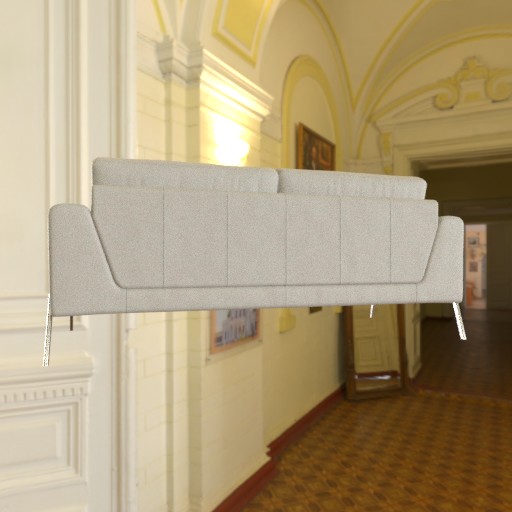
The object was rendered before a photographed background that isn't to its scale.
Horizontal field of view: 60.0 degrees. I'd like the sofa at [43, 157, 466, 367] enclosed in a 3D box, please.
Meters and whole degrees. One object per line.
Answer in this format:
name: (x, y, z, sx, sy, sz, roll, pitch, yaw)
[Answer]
sofa: (0.000, 0.000, 2.472, 2.017, 0.875, 0.953, 0, 0, -17)
